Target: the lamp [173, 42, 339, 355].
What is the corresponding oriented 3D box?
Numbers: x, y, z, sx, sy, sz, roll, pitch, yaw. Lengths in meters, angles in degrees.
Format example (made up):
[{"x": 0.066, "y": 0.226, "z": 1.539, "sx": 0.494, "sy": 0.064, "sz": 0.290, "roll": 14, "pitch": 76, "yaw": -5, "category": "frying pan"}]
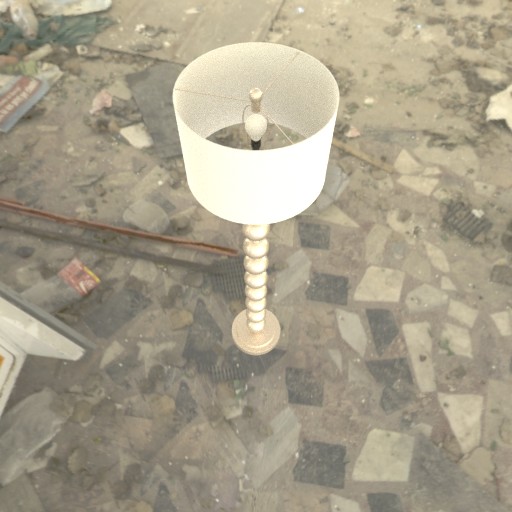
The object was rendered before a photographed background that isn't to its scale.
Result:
[{"x": 0.000, "y": 0.000, "z": 1.662, "sx": 0.394, "sy": 1.474, "sz": 0.394, "roll": 30, "pitch": 63, "yaw": 17, "category": "lamp"}]
